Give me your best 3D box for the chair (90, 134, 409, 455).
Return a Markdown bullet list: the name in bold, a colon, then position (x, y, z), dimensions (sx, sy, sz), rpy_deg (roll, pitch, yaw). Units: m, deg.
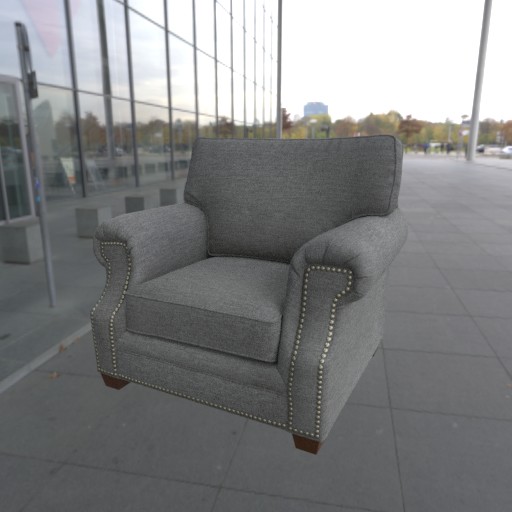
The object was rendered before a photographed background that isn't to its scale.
- **chair**: position (0.000, 0.000, 1.818), dimensions (1.092, 0.961, 0.965), rpy_deg (7, 16, 26)
